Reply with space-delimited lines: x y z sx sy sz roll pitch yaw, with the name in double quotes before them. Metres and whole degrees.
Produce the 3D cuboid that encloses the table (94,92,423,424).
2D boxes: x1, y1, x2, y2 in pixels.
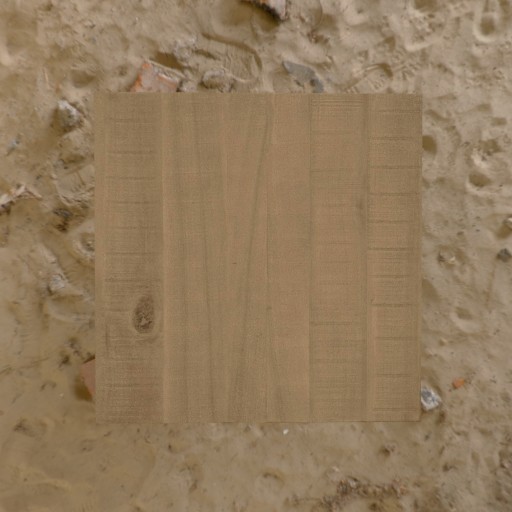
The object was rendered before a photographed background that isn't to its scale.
"table" 0.000 0.000 0.975 0.503 0.589 0.507 0 91 -1
